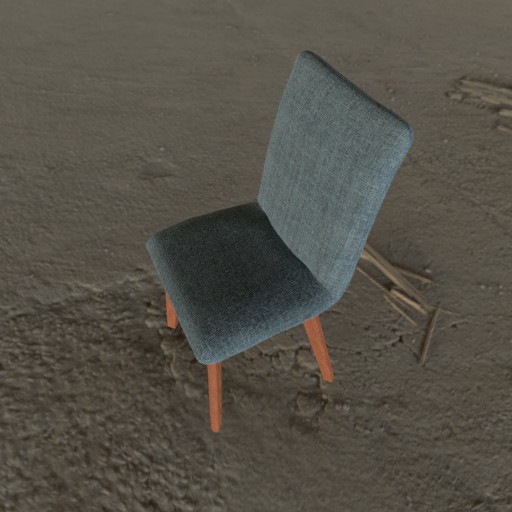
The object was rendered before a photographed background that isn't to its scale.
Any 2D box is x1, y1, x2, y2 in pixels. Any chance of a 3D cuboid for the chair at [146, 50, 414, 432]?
[{"bbox_3d":[0.000,0.000,1.328,0.563,0.974,0.522,-19,49,-18],"label":"chair"}]
